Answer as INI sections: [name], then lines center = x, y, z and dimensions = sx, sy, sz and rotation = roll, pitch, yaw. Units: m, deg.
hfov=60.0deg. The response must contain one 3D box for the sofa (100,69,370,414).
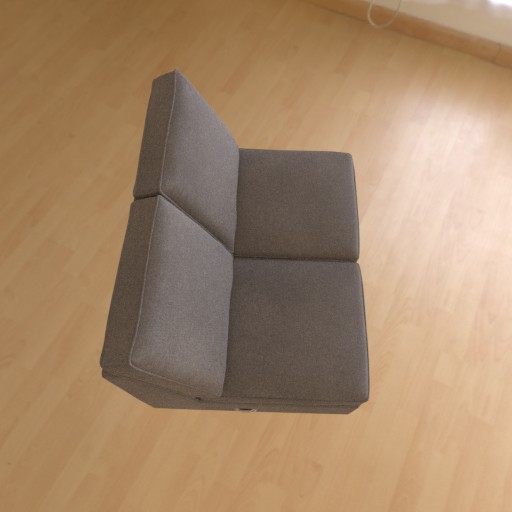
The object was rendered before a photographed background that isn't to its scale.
[sofa]
center = 0.000, 0.000, 1.966
dimensions = 0.951, 1.008, 1.237
rotation = 2, 64, 1
